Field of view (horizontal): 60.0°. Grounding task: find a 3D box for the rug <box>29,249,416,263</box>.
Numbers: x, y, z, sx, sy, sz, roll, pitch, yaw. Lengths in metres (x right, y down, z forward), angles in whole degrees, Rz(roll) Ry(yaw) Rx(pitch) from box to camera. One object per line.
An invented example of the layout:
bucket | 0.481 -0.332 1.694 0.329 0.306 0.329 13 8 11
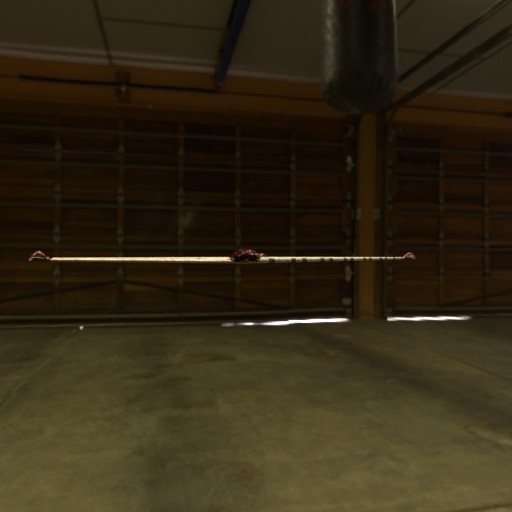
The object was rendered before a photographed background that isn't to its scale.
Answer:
rug | 0.000 0.000 3.393 1.741 0.066 2.672 0 0 34
